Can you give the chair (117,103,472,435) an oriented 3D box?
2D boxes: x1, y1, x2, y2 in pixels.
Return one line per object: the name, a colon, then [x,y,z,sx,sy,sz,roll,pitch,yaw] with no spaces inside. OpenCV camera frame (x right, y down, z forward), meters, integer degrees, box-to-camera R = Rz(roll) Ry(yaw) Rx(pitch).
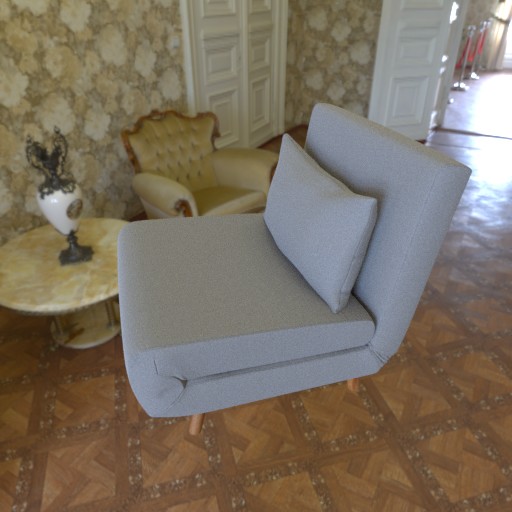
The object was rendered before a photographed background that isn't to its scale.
chair: [0.000,0.000,1.467,0.902,0.808,0.770,-9,31,-14]
